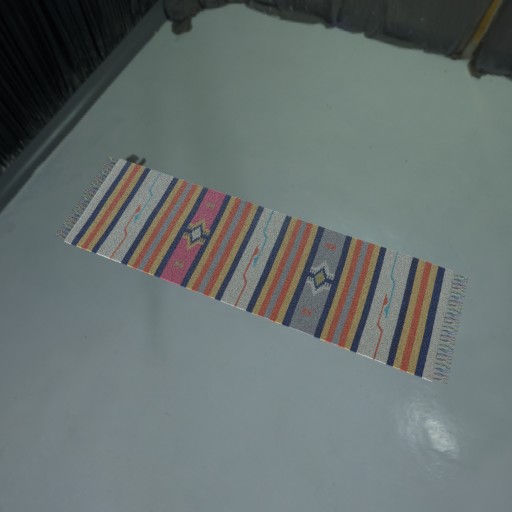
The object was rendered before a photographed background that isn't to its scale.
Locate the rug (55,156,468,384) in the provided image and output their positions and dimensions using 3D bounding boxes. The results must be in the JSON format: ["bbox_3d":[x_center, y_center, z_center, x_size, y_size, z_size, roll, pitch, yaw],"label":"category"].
[{"bbox_3d":[0.000,0.000,2.699,2.455,0.017,0.695,20,64,10],"label":"rug"}]
